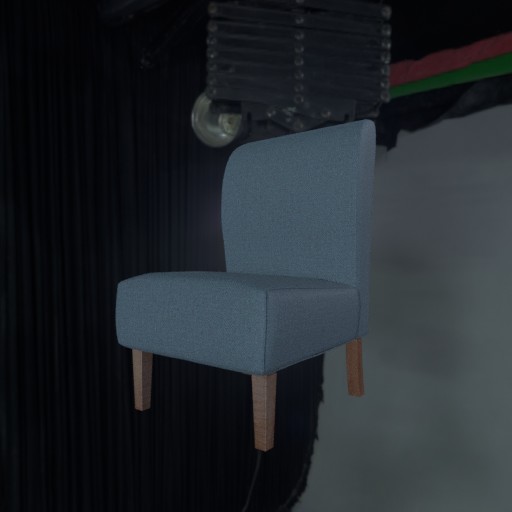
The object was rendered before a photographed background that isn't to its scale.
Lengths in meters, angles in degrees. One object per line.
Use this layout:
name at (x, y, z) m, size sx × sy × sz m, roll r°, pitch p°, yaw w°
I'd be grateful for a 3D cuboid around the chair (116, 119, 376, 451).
chair at (0.000, 0.000, 1.229) m, size 0.513 × 0.804 × 0.592 m, roll 0°, pitch 0°, yaw 37°
